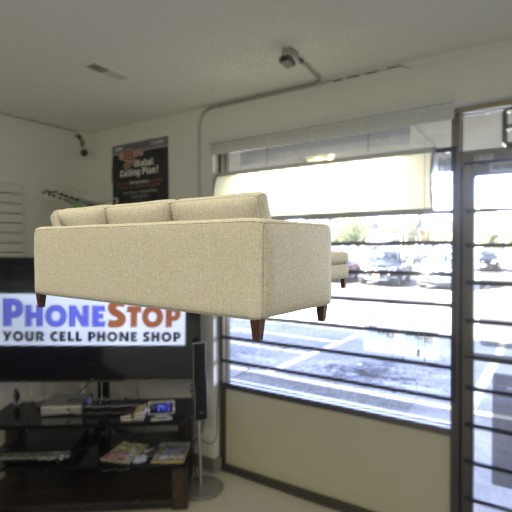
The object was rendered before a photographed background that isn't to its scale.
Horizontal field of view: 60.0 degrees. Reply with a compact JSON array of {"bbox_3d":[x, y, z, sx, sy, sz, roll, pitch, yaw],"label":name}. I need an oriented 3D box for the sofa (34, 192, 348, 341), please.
[{"bbox_3d":[0.000,0.000,4.616,2.551,0.889,3.403,1,2,36],"label":"sofa"}]
